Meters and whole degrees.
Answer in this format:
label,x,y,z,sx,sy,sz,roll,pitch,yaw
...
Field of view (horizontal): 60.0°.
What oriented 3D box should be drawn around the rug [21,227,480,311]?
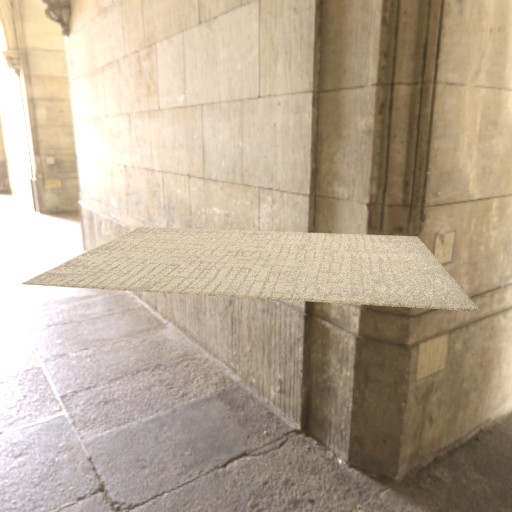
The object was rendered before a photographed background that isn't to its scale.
label,x,y,z,sx,sy,sz,roll,pitch,yaw
rug,0.000,0.000,2.305,1.827,0.007,1.211,3,15,9
